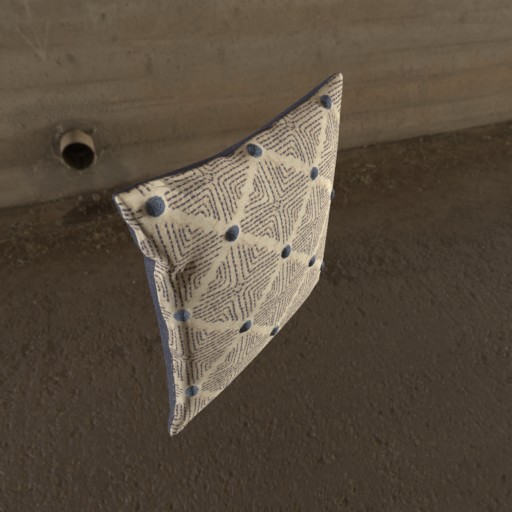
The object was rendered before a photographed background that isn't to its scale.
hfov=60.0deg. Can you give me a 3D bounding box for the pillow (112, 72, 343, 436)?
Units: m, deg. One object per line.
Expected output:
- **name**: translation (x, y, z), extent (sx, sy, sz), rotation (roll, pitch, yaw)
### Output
- **pillow**: translation (0.000, 0.000, 0.791), extent (0.145, 0.510, 0.510), rotation (26, 47, 27)
